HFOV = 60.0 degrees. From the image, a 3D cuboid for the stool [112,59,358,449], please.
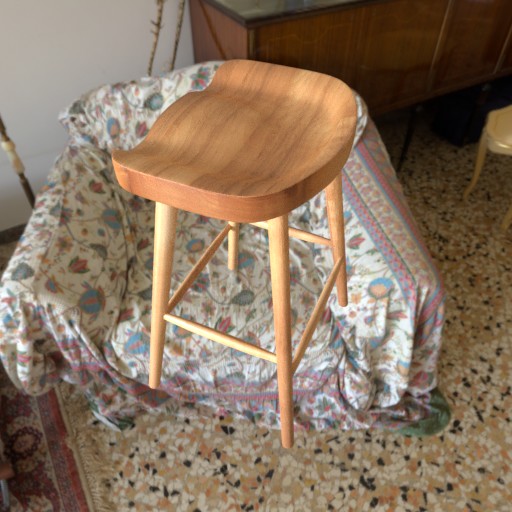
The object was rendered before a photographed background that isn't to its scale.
[{"bbox_3d":[0.000,0.000,0.907,0.361,0.615,0.440,18,48,17],"label":"stool"}]
